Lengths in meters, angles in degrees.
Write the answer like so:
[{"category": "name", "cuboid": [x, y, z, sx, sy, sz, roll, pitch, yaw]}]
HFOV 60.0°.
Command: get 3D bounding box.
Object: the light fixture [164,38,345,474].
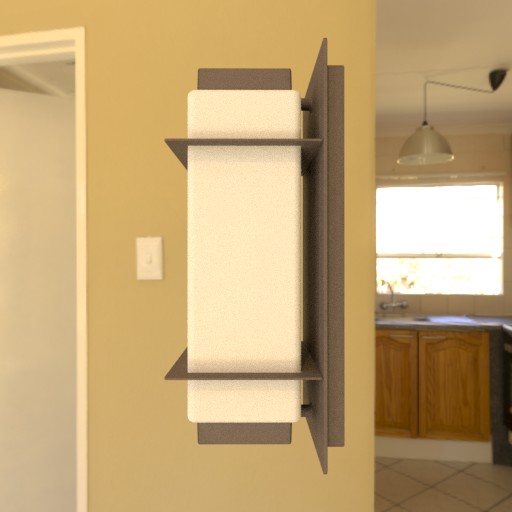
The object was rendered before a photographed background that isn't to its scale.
[{"category": "light fixture", "cuboid": [0.000, 0.000, 0.426, 0.146, 0.347, 0.153, 0, 0, 0]}]
